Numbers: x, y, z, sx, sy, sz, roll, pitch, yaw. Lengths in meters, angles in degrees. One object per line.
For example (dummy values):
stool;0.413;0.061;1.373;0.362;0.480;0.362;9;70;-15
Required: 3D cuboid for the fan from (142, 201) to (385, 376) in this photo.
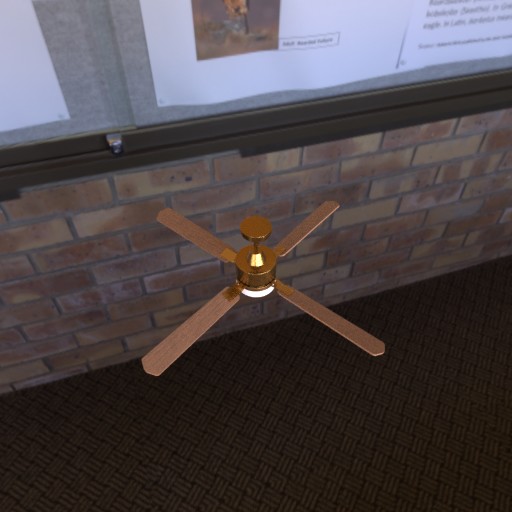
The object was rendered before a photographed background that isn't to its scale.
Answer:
fan;0.000;0.000;1.970;1.320;0.355;1.320;31;54;26
